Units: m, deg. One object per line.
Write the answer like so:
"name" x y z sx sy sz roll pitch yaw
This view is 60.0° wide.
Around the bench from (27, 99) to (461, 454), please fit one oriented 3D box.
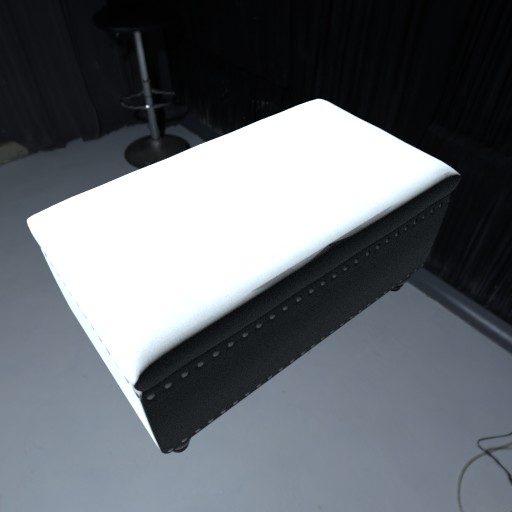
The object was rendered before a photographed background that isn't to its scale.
"bench" 0.000 0.000 1.156 0.887 0.449 0.500 -30 53 -26
